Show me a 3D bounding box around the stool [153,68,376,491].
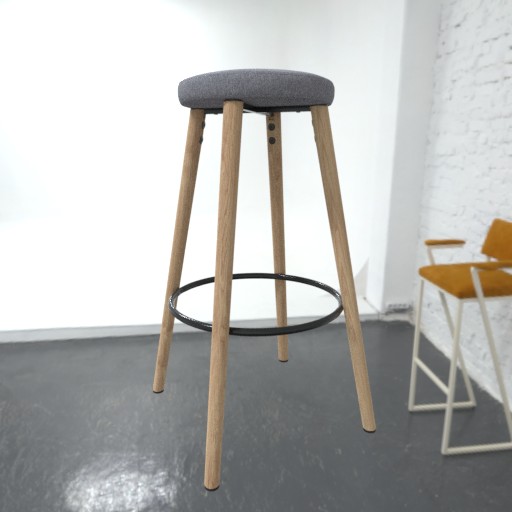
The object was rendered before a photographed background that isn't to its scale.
[{"bbox_3d":[0.000,0.000,0.997,0.410,0.770,0.410,-7,15,-26],"label":"stool"}]
